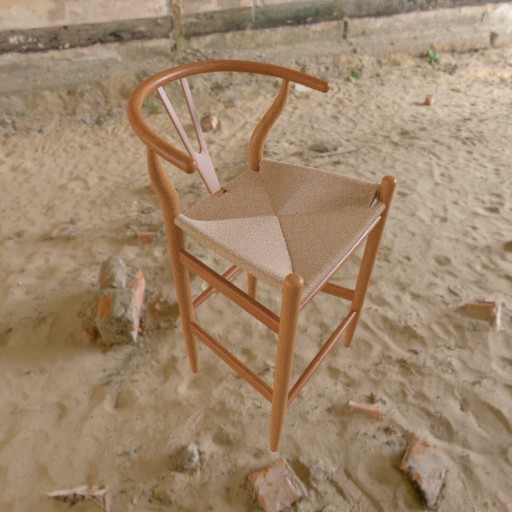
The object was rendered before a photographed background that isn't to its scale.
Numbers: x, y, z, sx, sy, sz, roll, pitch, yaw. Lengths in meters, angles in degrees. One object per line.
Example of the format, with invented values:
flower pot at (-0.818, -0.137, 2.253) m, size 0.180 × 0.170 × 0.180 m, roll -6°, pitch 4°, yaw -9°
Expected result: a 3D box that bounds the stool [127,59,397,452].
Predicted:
stool at (0.000, 0.000, 1.316) m, size 0.579 × 0.970 × 0.569 m, roll 25°, pitch 46°, yaw 27°
